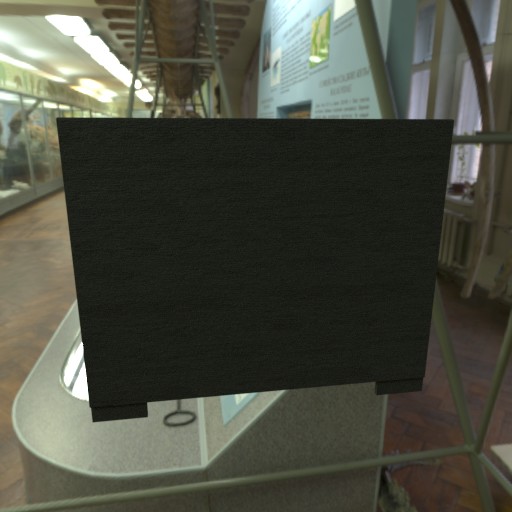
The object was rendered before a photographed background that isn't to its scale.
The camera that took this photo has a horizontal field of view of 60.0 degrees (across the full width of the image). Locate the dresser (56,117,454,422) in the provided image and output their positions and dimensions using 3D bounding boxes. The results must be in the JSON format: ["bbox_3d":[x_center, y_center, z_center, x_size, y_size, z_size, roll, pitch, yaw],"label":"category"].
[{"bbox_3d":[0.000,0.000,1.393,0.994,0.816,0.404,-2,16,-9],"label":"dresser"}]
